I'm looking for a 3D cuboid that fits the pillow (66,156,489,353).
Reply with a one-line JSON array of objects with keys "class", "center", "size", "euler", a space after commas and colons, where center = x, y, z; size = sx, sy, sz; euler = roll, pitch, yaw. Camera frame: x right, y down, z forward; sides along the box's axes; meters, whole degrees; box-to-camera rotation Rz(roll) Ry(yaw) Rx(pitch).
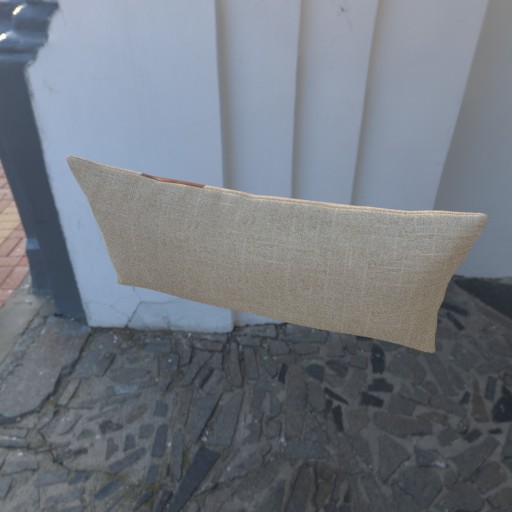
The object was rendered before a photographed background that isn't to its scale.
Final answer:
[{"class": "pillow", "center": [0.000, 0.000, 0.716], "size": [0.612, 0.282, 0.155], "euler": [11, 36, 15]}]
